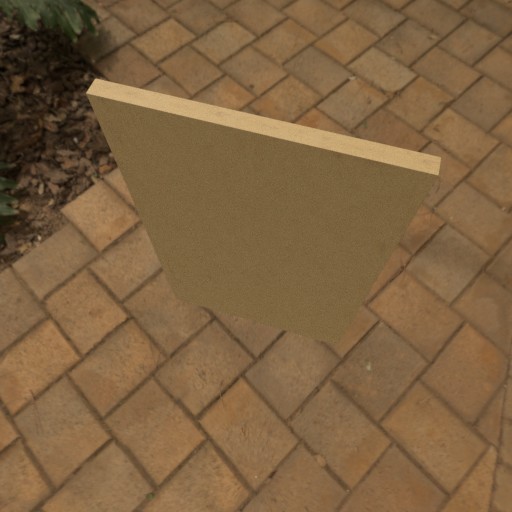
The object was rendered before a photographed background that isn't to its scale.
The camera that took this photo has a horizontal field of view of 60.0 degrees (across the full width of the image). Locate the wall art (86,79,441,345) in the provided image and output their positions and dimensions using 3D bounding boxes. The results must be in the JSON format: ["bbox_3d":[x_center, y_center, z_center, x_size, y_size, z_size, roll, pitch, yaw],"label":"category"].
[{"bbox_3d":[0.000,0.000,0.978,0.510,0.810,0.039,15,65,7],"label":"wall art"}]
